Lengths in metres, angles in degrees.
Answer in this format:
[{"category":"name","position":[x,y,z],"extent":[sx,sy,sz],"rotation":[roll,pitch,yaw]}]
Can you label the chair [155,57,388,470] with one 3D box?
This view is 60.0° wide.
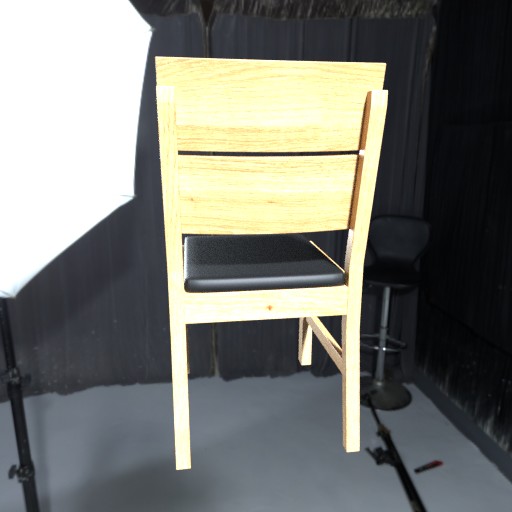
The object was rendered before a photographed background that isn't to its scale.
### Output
[{"category":"chair","position":[0.000,0.000,1.262],"extent":[0.475,0.950,0.569],"rotation":[-2,14,-8]}]
